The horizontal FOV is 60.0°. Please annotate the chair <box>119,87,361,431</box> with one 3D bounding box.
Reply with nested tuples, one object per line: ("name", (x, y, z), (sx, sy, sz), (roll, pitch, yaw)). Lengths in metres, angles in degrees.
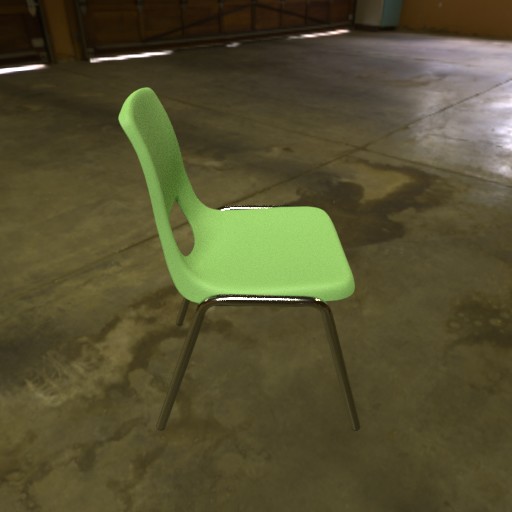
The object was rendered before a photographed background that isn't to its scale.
("chair", (0.000, 0.000, 0.925), (0.436, 0.653, 0.381), (-1, 32, -1))
